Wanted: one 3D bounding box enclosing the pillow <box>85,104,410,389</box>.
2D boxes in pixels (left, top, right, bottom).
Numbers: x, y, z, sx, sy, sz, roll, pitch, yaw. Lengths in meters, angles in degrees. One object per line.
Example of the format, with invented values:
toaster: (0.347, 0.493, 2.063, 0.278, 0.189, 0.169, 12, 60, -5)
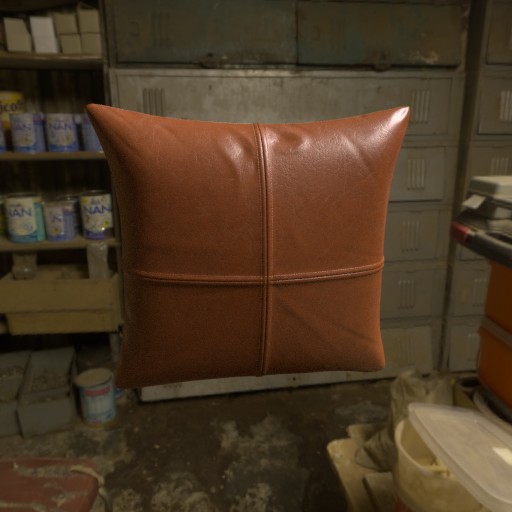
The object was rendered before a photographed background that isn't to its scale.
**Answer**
pillow: (0.000, 0.000, 0.737, 0.501, 0.477, 0.192, -2, 17, -7)
